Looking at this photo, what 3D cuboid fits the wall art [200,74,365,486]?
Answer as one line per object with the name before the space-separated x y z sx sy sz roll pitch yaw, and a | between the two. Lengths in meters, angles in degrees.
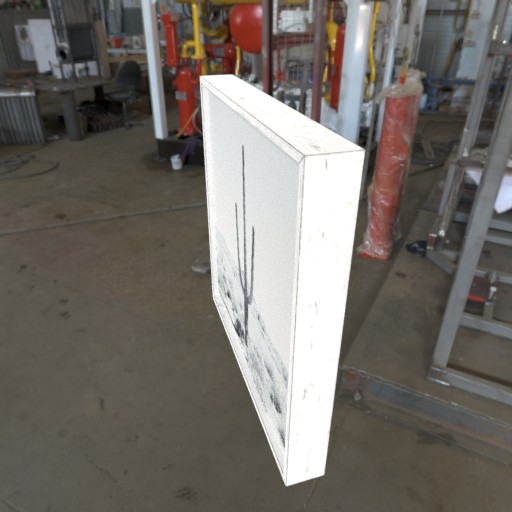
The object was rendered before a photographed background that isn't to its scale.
wall art | 0.000 0.000 0.453 0.038 0.305 0.305 -9 31 -15
